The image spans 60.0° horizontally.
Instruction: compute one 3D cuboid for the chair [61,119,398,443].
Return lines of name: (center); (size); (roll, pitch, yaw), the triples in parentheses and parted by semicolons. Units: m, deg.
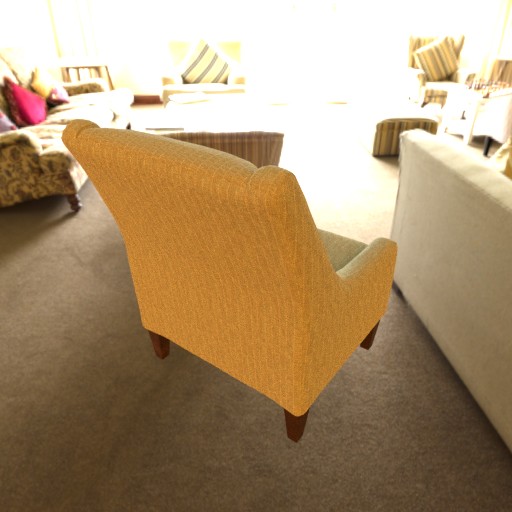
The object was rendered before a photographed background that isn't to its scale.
chair: (0.000, 0.000, 1.596); (0.774, 1.014, 0.870); (21, 37, 31)
